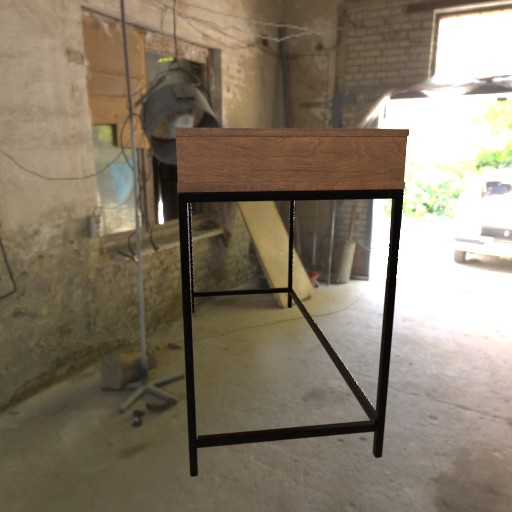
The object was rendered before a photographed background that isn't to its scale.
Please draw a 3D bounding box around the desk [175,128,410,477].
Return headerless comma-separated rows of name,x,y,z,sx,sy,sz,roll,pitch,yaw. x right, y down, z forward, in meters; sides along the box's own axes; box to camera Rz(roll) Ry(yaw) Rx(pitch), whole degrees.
desk,0.000,0.000,1.424,0.470,0.762,1.016,-2,15,-8
